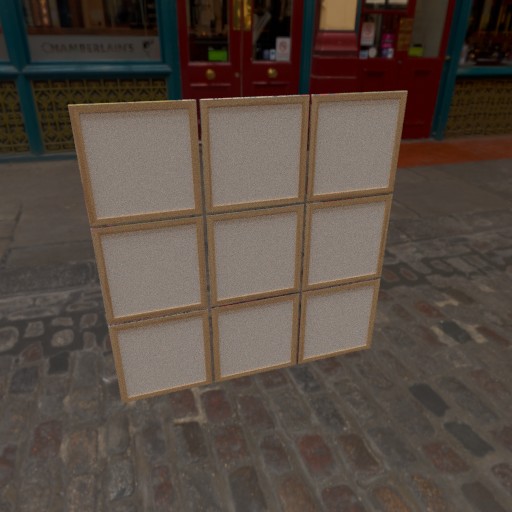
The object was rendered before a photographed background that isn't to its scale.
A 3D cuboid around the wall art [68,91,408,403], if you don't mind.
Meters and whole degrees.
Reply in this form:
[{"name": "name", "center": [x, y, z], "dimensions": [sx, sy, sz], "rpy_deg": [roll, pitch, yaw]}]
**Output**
[{"name": "wall art", "center": [0.000, 0.000, 1.793], "dimensions": [1.206, 1.218, 0.013], "rpy_deg": [-8, 28, -16]}]
